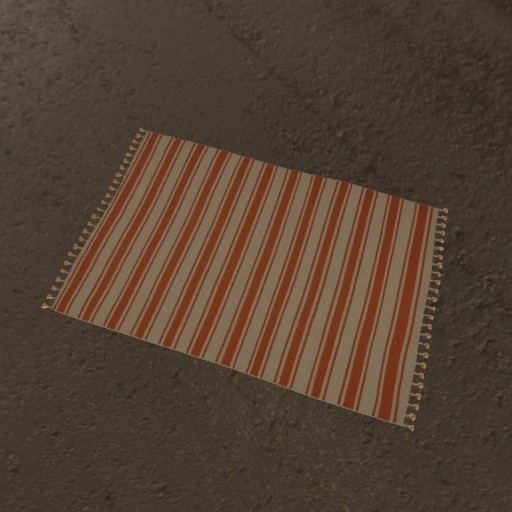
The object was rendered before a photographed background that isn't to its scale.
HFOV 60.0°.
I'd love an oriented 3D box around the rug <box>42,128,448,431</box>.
[{"bbox_3d":[0.000,0.000,3.012,2.433,0.022,1.556,16,66,8],"label":"rug"}]
